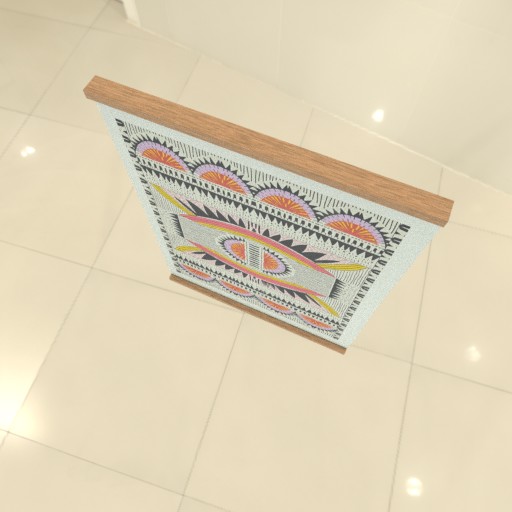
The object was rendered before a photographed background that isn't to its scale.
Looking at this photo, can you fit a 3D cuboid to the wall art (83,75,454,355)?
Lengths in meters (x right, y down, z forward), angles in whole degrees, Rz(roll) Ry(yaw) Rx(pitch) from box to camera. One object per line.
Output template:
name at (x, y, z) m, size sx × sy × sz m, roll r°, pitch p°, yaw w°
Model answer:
wall art at (0.000, 0.000, 0.784) m, size 0.456 × 0.609 × 0.028 m, roll 22°, pitch 67°, yaw 10°
